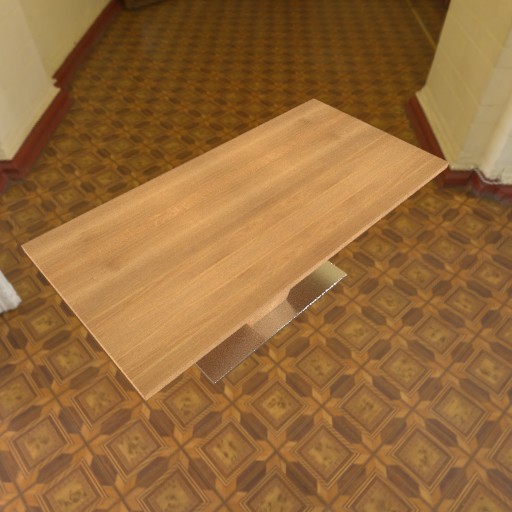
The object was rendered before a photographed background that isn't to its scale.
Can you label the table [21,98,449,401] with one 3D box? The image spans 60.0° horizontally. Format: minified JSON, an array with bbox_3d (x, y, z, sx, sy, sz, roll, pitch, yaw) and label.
[{"bbox_3d":[0.000,0.000,2.289,1.800,0.750,0.900,-35,56,-28],"label":"table"}]
